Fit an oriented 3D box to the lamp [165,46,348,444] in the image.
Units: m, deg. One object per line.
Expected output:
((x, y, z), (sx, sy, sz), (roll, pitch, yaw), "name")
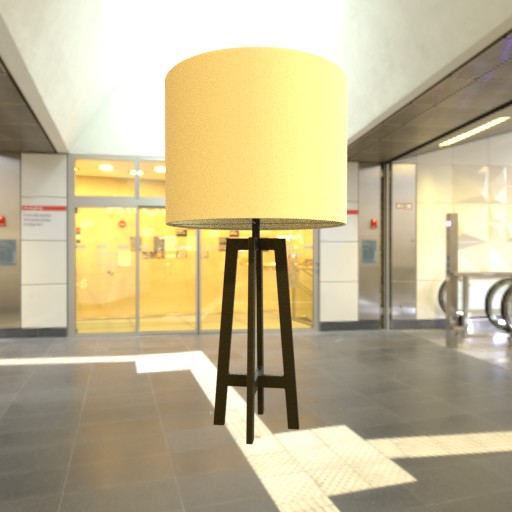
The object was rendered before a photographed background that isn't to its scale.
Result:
((0.000, 0.000, 0.637), (0.257, 0.489, 0.257), (0, 0, -37), "lamp")
